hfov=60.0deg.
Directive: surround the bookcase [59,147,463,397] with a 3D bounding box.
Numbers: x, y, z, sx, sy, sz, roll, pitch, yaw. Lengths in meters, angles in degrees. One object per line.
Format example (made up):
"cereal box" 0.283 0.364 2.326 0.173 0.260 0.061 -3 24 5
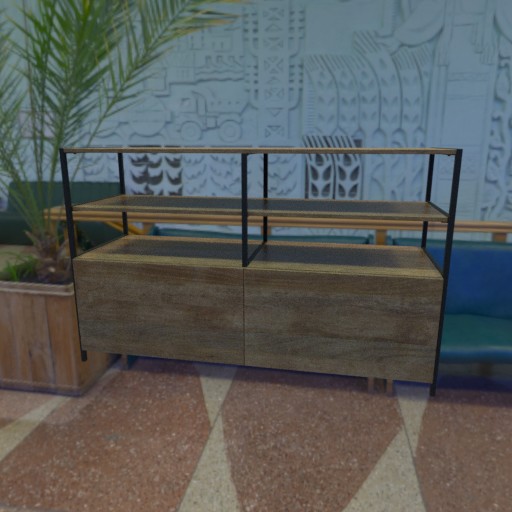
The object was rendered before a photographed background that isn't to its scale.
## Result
"bookcase" 0.000 0.000 1.500 1.149 0.712 0.391 3 15 11
